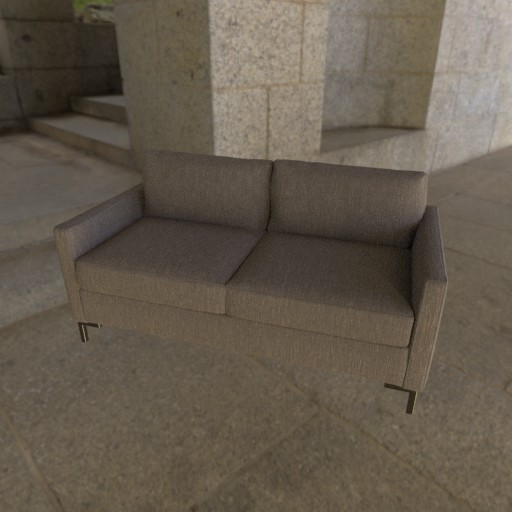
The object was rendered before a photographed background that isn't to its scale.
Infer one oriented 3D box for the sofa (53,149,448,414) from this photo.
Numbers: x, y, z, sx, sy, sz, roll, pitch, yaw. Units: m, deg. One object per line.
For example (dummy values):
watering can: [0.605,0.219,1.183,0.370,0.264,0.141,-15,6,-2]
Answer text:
sofa: [0.000,0.000,2.184,1.682,0.840,0.875,8,27,16]
